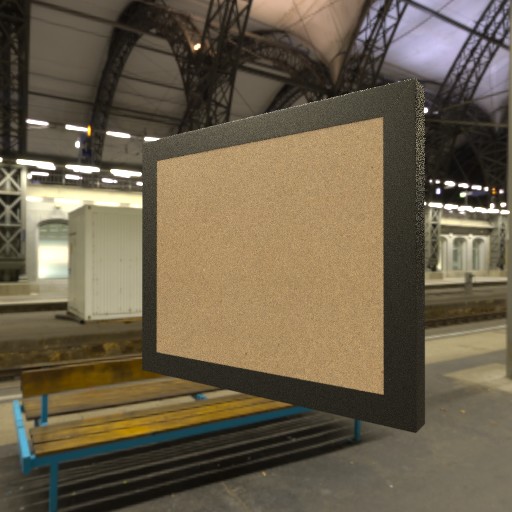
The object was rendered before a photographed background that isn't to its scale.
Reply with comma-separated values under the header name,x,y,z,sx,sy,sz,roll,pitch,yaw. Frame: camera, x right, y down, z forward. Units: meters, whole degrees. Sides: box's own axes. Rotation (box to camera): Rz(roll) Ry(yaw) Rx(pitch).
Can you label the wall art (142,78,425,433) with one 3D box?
name,x,y,z,sx,sy,sz,roll,pitch,yaw
wall art,0.000,0.000,0.525,0.381,0.321,0.028,0,0,37
